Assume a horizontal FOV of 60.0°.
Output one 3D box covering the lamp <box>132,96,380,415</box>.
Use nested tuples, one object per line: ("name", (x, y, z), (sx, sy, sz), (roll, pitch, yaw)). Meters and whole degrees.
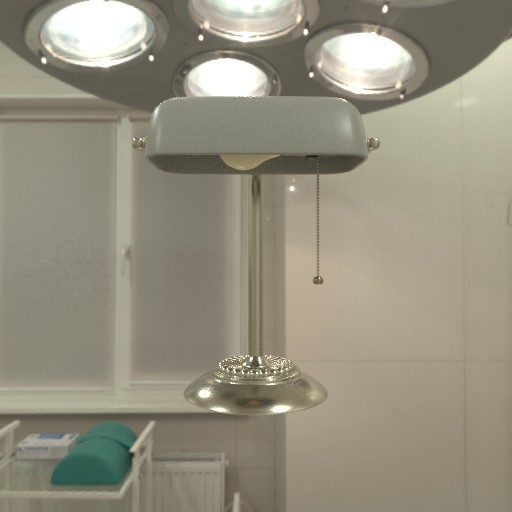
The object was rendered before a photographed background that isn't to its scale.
("lamp", (0.000, 0.000, 0.528), (0.264, 0.339, 0.243), (0, -1, 0))
